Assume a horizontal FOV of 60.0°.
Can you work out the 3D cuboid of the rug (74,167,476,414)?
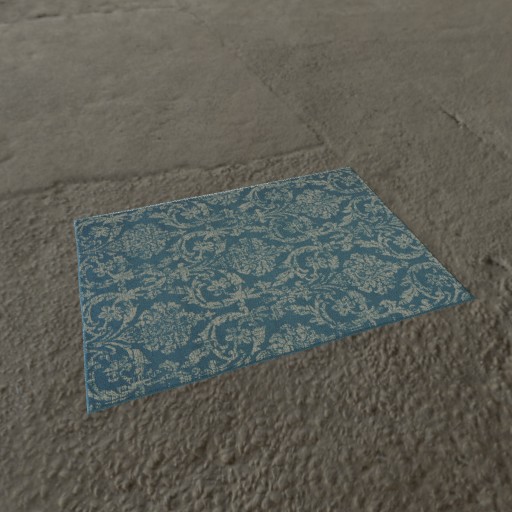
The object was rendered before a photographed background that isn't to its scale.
[{"bbox_3d":[0.000,0.000,2.882,2.205,0.012,1.554,-13,44,-14],"label":"rug"}]
